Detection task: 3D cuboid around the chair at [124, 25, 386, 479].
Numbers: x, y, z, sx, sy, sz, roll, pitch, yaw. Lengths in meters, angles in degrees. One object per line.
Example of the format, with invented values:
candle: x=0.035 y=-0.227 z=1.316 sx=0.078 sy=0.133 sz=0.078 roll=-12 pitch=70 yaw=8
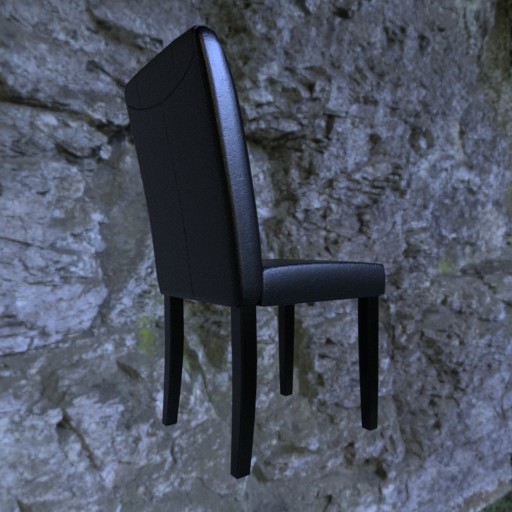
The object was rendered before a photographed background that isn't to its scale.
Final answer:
chair: x=0.000 y=0.000 z=1.140 sx=0.556 sy=0.897 sz=0.399 roll=0 pitch=1 yaw=-36
